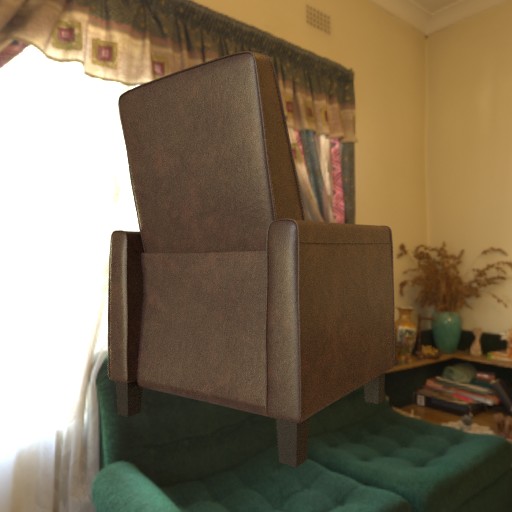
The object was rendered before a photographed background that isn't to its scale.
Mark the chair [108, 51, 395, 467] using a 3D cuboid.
[{"bbox_3d":[0.000,0.000,1.486,0.705,1.013,0.746,-1,-2,35],"label":"chair"}]
